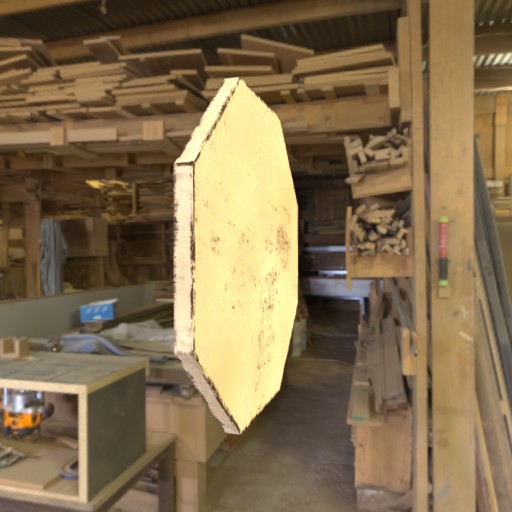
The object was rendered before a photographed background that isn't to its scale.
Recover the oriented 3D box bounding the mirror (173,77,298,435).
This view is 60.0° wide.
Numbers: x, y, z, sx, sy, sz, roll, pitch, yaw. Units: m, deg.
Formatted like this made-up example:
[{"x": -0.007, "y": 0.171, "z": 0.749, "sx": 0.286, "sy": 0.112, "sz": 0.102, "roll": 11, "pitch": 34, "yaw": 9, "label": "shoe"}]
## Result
[{"x": 0.000, "y": 0.000, "z": 0.932, "sx": 0.031, "sy": 0.648, "sz": 0.648, "roll": 0, "pitch": 1, "yaw": 18, "label": "mirror"}]
